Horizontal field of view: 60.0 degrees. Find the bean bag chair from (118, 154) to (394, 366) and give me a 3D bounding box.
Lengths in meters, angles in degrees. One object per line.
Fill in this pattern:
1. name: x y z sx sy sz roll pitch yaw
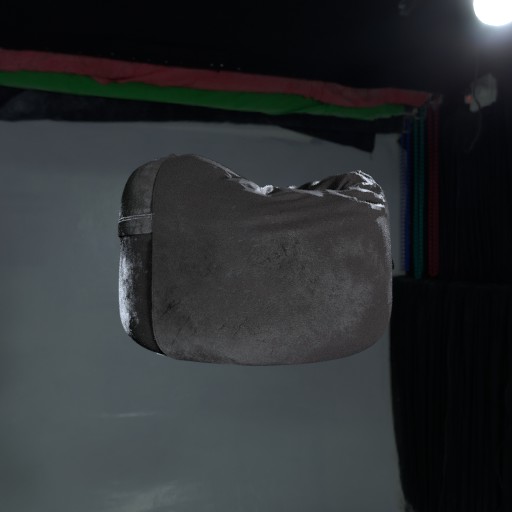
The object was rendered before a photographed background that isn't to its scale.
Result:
1. bean bag chair: 0.000 0.000 1.543 0.918 0.605 0.918 0 -1 0
